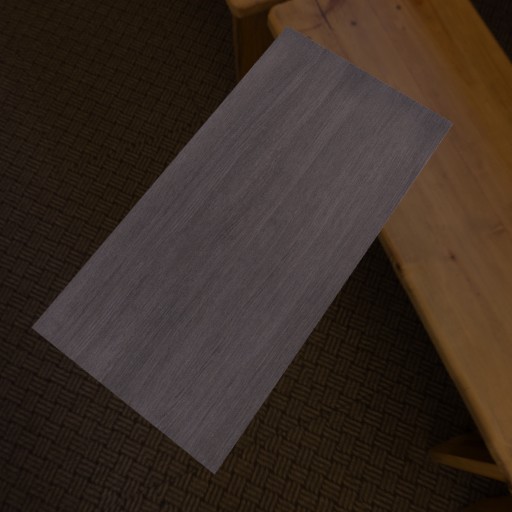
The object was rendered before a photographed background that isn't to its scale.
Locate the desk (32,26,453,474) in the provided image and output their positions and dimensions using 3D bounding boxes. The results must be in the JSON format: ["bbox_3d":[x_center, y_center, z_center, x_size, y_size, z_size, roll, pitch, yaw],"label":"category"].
[{"bbox_3d":[0.000,0.000,1.510,0.560,0.735,1.097,35,77,9],"label":"desk"}]
